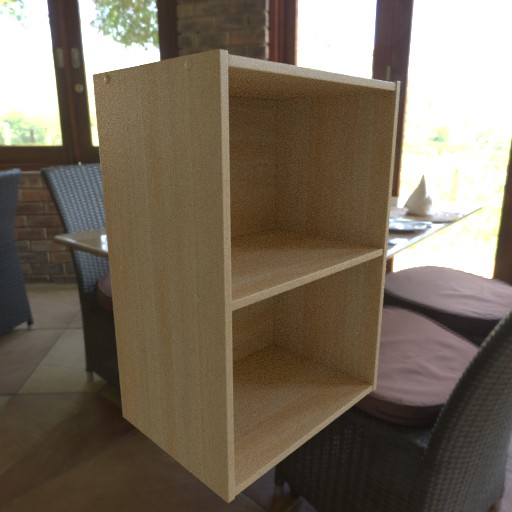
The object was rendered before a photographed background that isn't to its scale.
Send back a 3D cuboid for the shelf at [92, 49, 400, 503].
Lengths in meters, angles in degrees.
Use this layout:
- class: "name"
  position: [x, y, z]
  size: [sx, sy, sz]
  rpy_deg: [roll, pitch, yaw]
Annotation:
- class: "shelf"
  position: [0.000, 0.000, 0.789]
  size: [0.290, 0.592, 0.414]
  rpy_deg: [14, 21, 42]
